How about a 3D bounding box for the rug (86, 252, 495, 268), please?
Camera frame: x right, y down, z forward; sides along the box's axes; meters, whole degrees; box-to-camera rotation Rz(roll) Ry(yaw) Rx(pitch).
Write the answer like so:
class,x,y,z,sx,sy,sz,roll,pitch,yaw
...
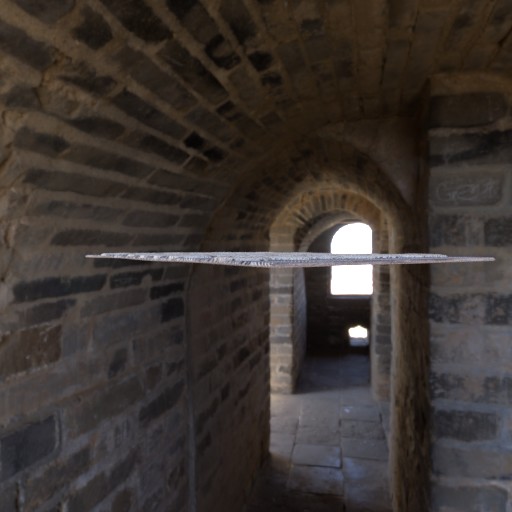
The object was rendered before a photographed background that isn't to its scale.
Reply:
class,x,y,z,sx,sy,sz,roll,pitch,yaw
rug,0.000,0.000,2.283,1.222,0.030,1.823,-1,1,-36
